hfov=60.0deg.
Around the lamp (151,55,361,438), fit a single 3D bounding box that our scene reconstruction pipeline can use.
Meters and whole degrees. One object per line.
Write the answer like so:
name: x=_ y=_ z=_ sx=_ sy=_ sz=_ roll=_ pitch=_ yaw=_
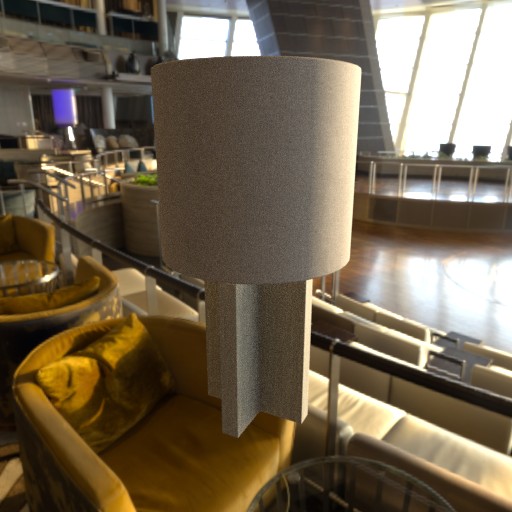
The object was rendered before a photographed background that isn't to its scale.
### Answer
lamp: x=0.000 y=0.000 z=0.552 sx=0.229 sy=0.428 sz=0.229 roll=8 pitch=18 yaw=26
